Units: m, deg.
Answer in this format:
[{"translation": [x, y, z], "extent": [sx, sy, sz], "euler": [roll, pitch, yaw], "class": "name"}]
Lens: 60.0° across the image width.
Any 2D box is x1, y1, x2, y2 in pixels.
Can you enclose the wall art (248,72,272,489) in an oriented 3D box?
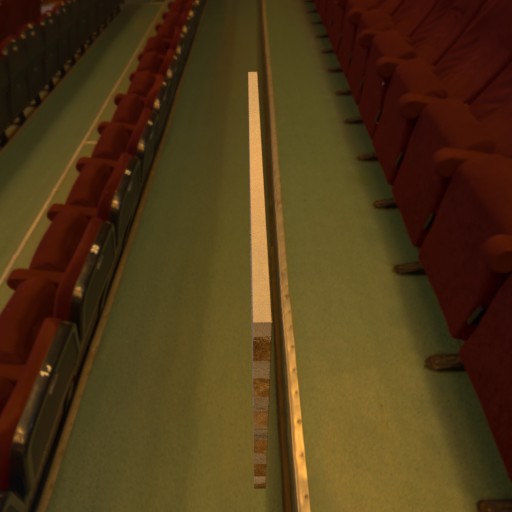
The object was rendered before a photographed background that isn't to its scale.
[{"translation": [0.000, 0.000, 1.165], "extent": [0.027, 0.610, 0.932], "euler": [-1, 43, -1], "class": "wall art"}]
